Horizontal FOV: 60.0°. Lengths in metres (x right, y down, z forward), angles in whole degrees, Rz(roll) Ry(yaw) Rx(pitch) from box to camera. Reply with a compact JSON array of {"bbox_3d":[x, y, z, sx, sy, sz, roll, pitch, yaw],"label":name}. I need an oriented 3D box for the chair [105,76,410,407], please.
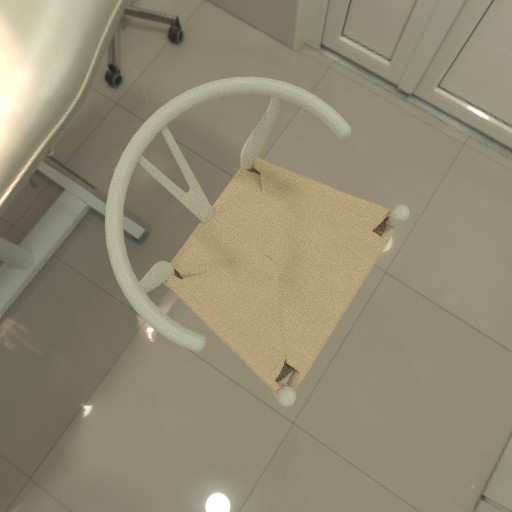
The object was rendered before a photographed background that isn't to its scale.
[{"bbox_3d":[0.000,0.000,1.094,0.500,0.736,0.533,33,78,8],"label":"chair"}]
